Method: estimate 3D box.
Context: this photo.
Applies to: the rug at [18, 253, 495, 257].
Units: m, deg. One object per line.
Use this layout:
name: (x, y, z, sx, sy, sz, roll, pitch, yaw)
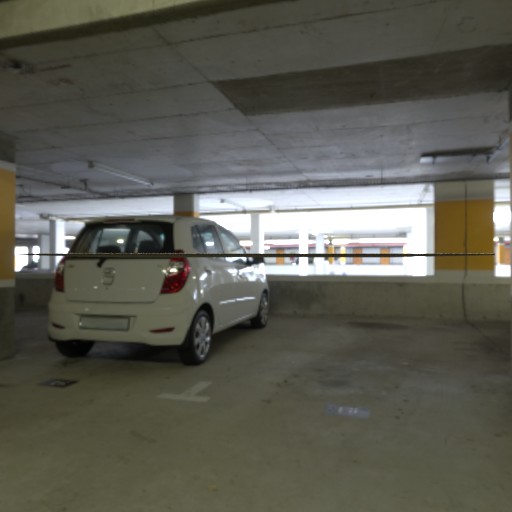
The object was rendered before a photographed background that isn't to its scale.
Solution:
rug: (0.000, 0.000, 2.867, 2.238, 0.008, 1.593, 0, -1, -1)
